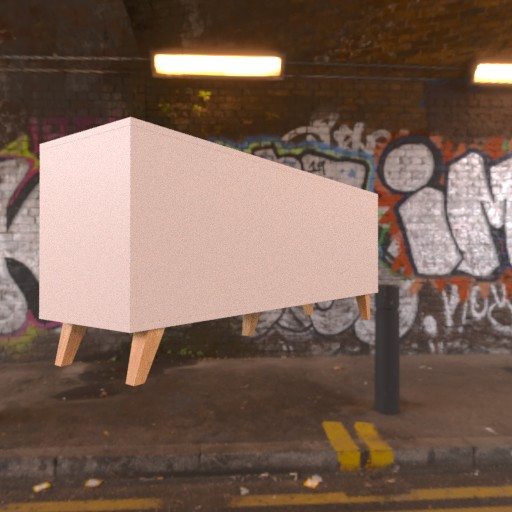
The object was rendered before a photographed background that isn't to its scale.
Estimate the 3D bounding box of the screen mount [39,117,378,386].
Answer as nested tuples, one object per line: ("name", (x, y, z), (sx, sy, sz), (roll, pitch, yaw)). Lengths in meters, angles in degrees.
("screen mount", (0.000, 0.000, 1.715), (0.400, 0.619, 1.490), (0, 0, 37))
